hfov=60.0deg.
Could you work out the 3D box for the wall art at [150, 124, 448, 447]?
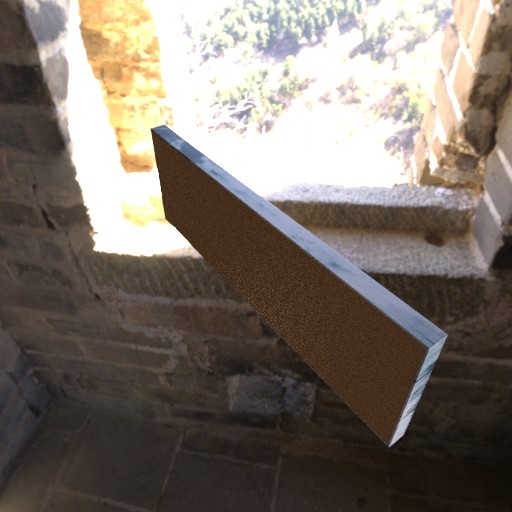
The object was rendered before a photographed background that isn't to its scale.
[{"bbox_3d":[0.000,0.000,0.857,0.037,0.251,0.759,-26,47,-27],"label":"wall art"}]
